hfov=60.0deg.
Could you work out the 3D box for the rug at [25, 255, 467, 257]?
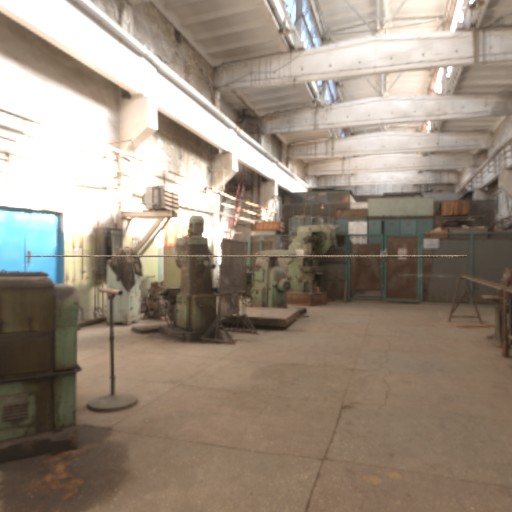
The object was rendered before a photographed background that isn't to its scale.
[{"bbox_3d":[0.000,0.000,2.989,2.442,0.010,1.546,0,0,20],"label":"rug"}]
